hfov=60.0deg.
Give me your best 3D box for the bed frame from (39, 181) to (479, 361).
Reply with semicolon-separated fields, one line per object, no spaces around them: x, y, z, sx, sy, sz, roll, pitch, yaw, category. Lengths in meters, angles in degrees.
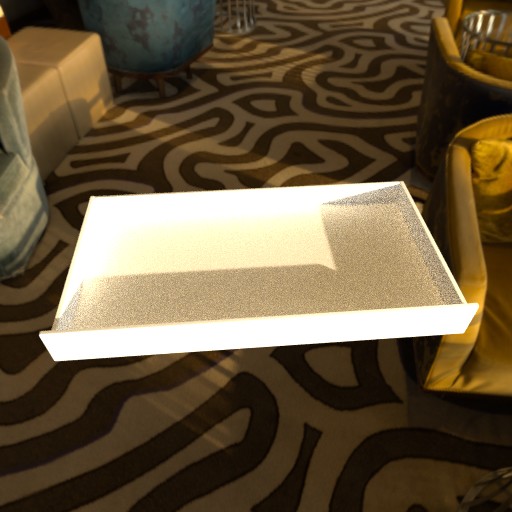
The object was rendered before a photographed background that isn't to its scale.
0.000;0.000;1.586;1.300;0.141;0.670;-3;46;-3;bed frame
